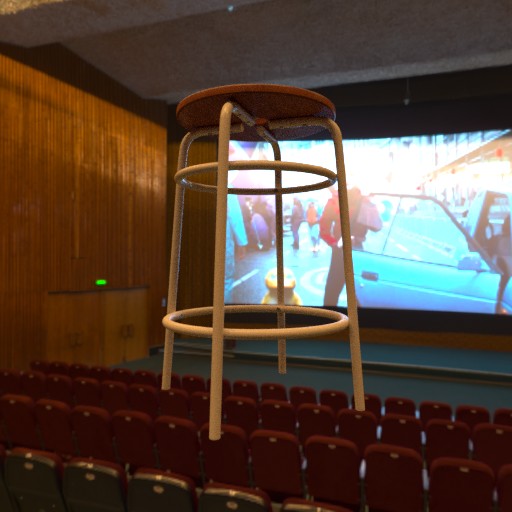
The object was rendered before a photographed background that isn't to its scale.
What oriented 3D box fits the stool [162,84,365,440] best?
[{"bbox_3d":[0.000,0.000,0.949,0.455,0.610,0.455,0,0,18],"label":"stool"}]
